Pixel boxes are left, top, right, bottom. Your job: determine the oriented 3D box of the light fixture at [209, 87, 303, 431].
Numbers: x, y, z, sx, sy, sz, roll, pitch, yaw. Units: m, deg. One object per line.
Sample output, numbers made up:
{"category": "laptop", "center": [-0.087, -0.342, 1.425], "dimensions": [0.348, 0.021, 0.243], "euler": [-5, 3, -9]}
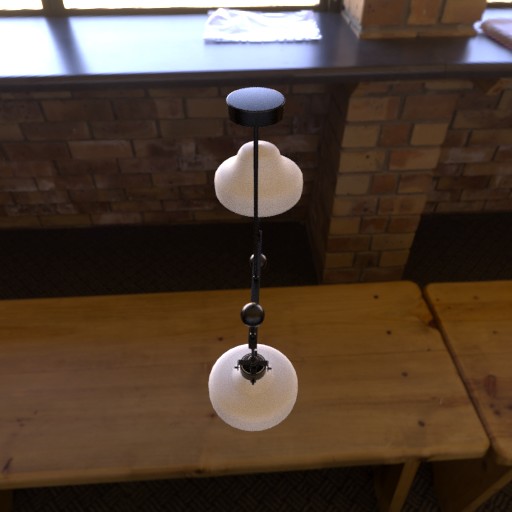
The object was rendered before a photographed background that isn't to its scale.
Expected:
{"category": "light fixture", "center": [0.000, 0.000, 1.023], "dimensions": [0.422, 0.743, 0.489], "euler": [-25, 48, -25]}
